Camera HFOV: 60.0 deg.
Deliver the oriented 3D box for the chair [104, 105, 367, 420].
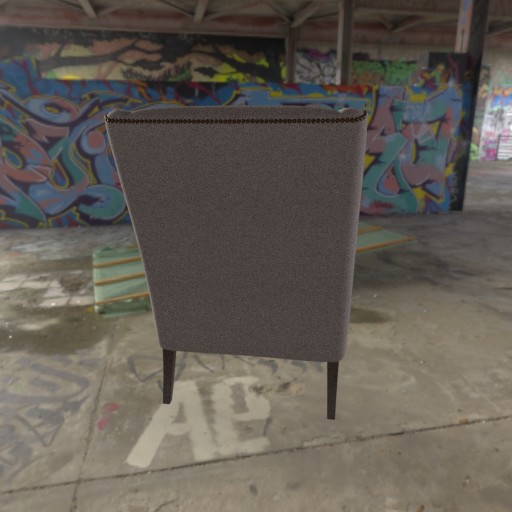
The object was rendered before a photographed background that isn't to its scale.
[{"bbox_3d":[0.000,0.000,1.659,0.737,1.029,0.940,2,16,8],"label":"chair"}]
